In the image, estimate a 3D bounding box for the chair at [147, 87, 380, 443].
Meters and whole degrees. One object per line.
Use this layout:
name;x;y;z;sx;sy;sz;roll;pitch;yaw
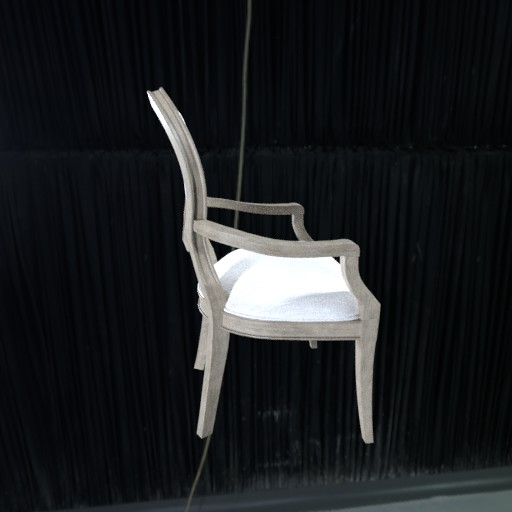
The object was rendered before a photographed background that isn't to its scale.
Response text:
chair;0.000;0.000;1.400;0.602;0.991;0.611;-3;17;-8
